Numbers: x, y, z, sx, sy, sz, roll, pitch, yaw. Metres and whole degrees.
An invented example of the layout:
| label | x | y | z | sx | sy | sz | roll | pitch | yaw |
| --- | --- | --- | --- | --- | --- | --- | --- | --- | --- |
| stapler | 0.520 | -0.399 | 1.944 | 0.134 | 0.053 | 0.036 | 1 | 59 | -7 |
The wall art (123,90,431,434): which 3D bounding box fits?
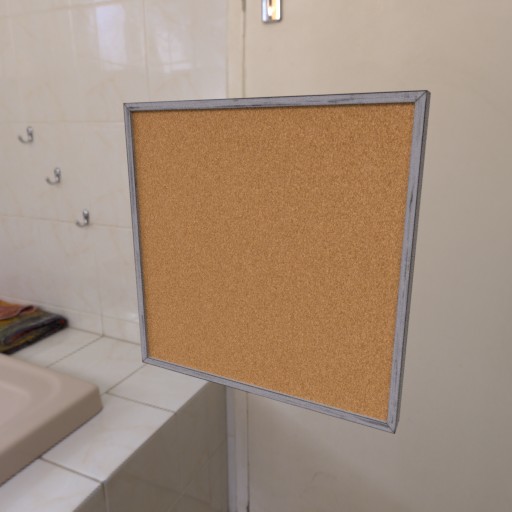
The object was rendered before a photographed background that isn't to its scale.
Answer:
| label | x | y | z | sx | sy | sz | roll | pitch | yaw |
| --- | --- | --- | --- | --- | --- | --- | --- | --- | --- |
| wall art | 0.000 | 0.000 | 0.753 | 0.506 | 0.506 | 0.038 | 7 | 17 | 26 |
